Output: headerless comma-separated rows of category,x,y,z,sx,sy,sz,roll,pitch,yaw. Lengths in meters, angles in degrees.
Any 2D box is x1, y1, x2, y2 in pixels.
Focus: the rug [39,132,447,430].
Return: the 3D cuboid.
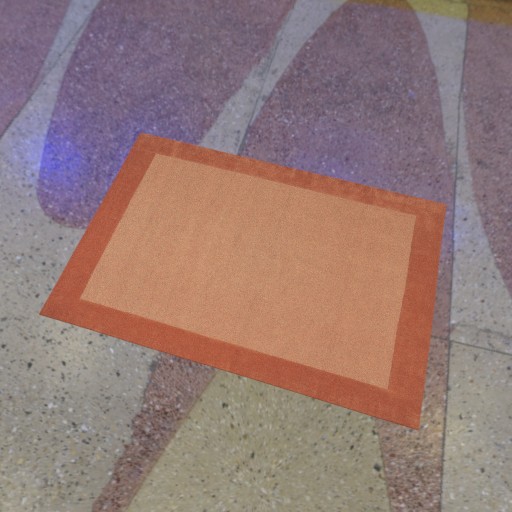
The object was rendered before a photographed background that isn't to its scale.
rug,0.000,0.000,2.297,1.829,0.014,1.219,15,63,8
